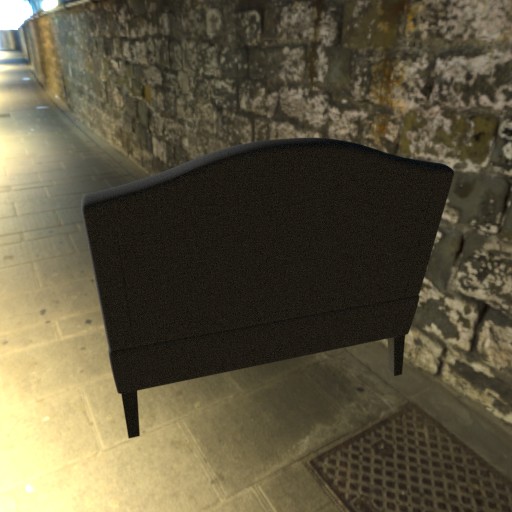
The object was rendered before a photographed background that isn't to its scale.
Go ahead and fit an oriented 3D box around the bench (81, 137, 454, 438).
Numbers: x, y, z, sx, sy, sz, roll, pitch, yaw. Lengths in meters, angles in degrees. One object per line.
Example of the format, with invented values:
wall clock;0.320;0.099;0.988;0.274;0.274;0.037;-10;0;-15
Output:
bench;0.000;0.000;2.005;1.335;1.180;0.815;-8;27;-16
